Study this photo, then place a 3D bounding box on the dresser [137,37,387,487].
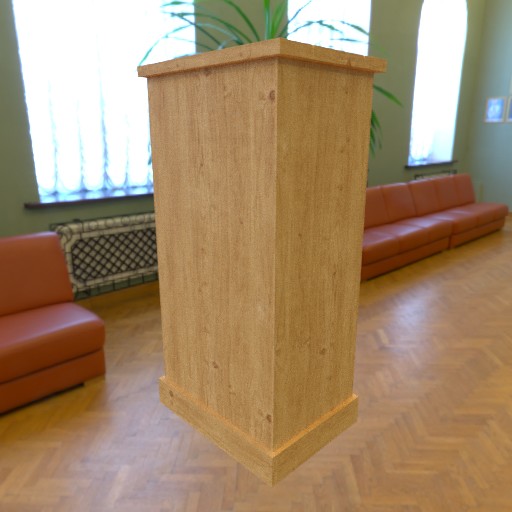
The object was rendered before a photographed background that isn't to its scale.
[{"bbox_3d":[0.000,0.000,1.293,0.390,1.041,0.531,-15,21,-42],"label":"dresser"}]
